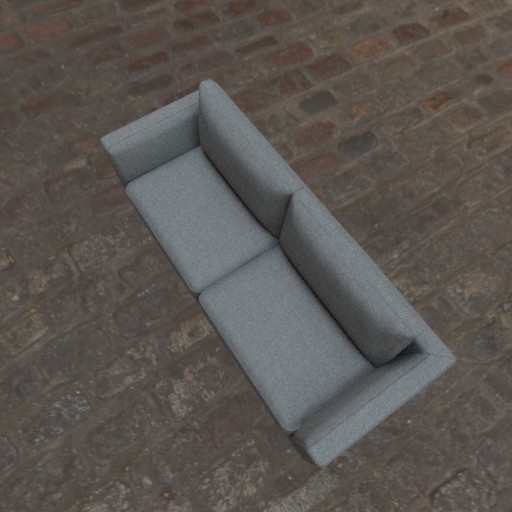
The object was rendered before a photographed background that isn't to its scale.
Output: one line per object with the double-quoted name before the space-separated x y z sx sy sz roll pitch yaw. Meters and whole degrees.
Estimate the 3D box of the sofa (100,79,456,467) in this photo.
"sofa" 0.000 0.000 2.636 0.869 1.002 2.212 -32 69 -14
